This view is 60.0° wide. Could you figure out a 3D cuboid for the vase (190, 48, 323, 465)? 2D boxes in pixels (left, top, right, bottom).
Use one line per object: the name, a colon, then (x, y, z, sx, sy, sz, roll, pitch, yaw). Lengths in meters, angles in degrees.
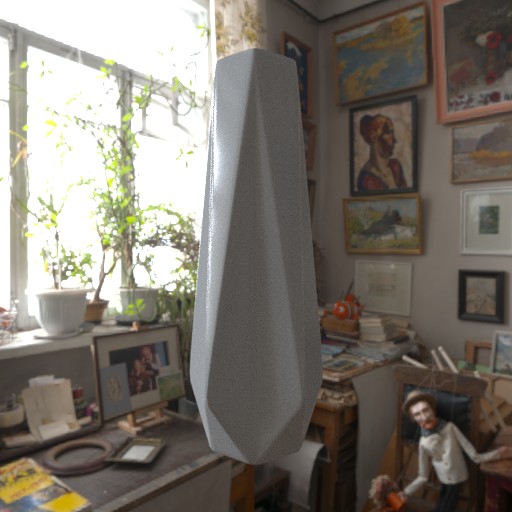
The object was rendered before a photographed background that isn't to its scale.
vase: (0.000, 0.000, 0.391, 0.122, 0.329, 0.116, 0, 1, 1)
